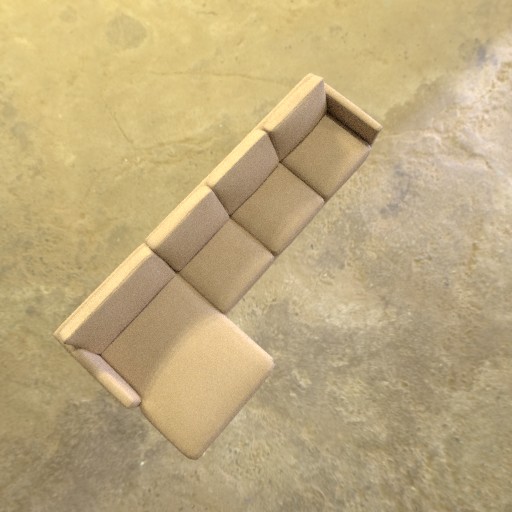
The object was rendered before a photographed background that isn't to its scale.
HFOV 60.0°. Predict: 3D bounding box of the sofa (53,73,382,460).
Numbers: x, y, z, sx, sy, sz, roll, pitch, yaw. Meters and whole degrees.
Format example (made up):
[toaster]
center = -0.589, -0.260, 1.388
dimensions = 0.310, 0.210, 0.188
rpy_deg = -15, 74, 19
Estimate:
[sofa]
center = 0.000, 0.000, 3.862
dimensions = 1.502, 0.876, 3.201
rpy_deg = 40, 79, 9
